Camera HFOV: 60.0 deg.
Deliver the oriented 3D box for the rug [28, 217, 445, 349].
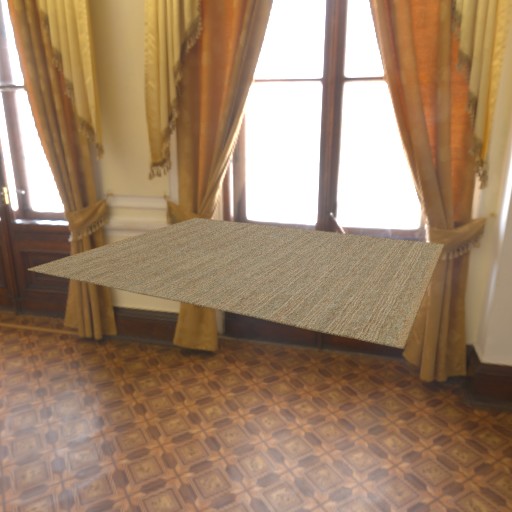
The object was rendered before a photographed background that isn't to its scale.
[{"bbox_3d":[0.000,0.000,4.093,3.034,0.012,2.471,8,18,26],"label":"rug"}]
